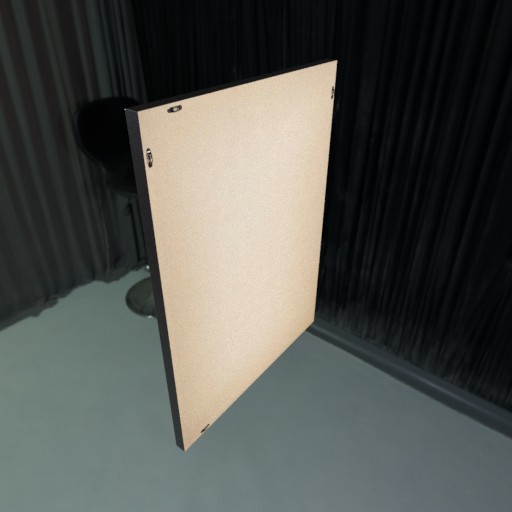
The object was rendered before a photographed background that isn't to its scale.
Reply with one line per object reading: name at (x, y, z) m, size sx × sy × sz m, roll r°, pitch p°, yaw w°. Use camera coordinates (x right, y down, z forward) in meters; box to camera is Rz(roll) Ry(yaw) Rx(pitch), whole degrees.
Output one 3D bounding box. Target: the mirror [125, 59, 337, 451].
mirror at (0.000, 0.000, 1.347) m, size 0.041 × 1.016 × 0.762 m, roll 22°, pitch 38°, yaw 31°
